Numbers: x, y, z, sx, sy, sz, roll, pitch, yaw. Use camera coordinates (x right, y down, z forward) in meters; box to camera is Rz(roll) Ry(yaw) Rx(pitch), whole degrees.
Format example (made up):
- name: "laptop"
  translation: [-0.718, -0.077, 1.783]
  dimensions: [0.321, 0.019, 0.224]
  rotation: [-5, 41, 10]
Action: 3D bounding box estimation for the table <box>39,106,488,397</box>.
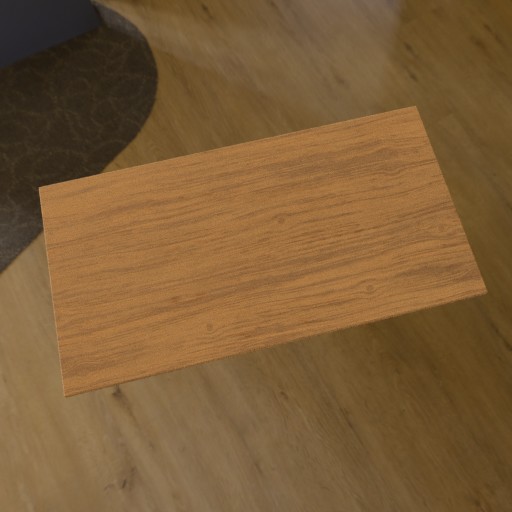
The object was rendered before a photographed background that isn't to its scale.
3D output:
- name: "table"
  translation: [0.000, 0.000, 1.647]
  dimensions: [1.331, 0.445, 0.693]
  rotation: [-13, 75, -4]
